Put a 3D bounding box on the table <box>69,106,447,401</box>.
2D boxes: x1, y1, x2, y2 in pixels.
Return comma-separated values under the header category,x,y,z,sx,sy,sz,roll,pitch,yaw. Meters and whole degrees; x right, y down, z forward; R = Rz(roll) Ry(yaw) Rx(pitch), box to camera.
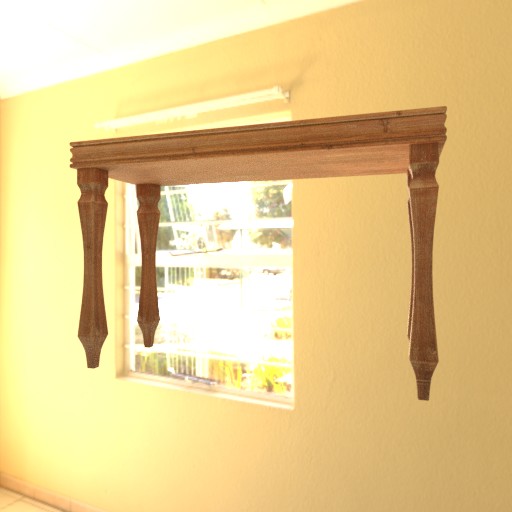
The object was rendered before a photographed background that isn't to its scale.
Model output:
category,x,y,z,sx,sy,sz,roll,pitch,yaw
table,0.000,0.000,1.735,1.330,0.873,0.522,0,0,18
